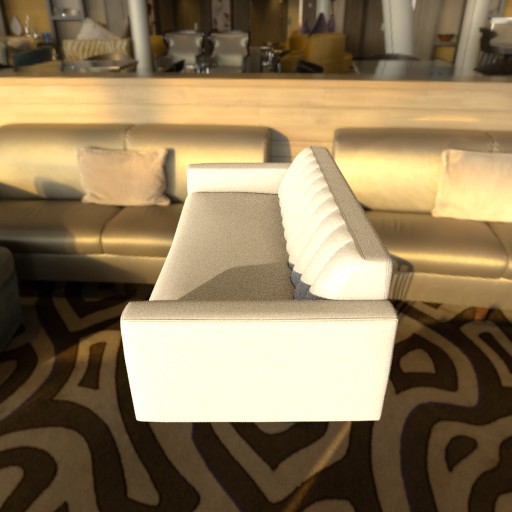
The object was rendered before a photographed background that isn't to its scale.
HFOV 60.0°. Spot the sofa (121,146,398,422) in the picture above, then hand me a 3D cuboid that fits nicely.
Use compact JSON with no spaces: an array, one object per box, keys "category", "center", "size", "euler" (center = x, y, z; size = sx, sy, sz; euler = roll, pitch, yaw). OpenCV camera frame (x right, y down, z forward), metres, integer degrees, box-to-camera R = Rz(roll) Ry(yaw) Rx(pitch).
[{"category":"sofa","center":[0.000,0.000,2.417],"size":[0.969,0.814,1.895],"euler":[0,28,0]}]
